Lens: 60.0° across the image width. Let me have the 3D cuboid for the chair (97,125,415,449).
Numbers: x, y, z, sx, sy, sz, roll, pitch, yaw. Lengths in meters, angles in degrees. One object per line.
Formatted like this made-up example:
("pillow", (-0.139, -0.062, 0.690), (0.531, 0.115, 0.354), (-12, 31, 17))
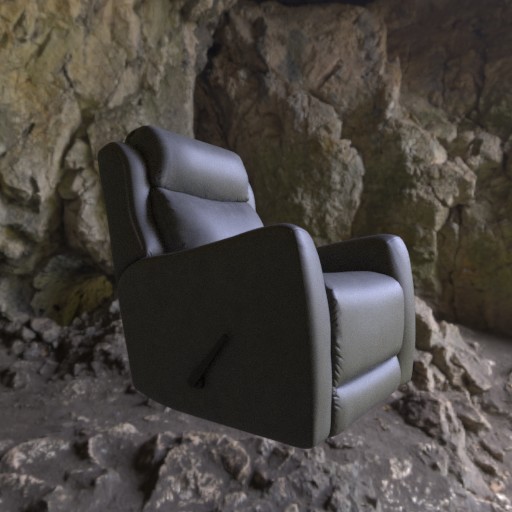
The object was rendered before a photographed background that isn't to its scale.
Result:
("chair", (0.000, 0.000, 1.864), (1.068, 1.116, 0.967), (-1, -1, 37))
